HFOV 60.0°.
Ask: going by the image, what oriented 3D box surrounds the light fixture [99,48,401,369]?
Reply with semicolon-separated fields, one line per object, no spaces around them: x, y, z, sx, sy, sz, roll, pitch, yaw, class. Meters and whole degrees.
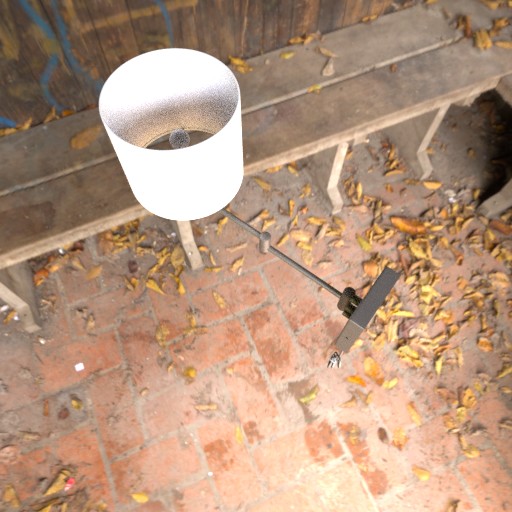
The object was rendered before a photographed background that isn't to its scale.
0.000;0.000;0.889;0.516;0.651;0.203;34;68;16;light fixture
